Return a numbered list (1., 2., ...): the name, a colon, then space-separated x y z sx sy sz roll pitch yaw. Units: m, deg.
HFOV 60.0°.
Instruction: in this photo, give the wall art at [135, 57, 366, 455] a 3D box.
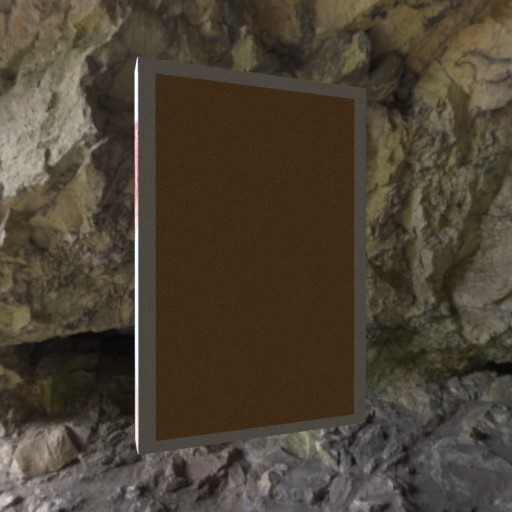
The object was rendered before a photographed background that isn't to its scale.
1. wall art: 0.000 0.000 0.480 0.251 0.380 0.039 0 0 -19
